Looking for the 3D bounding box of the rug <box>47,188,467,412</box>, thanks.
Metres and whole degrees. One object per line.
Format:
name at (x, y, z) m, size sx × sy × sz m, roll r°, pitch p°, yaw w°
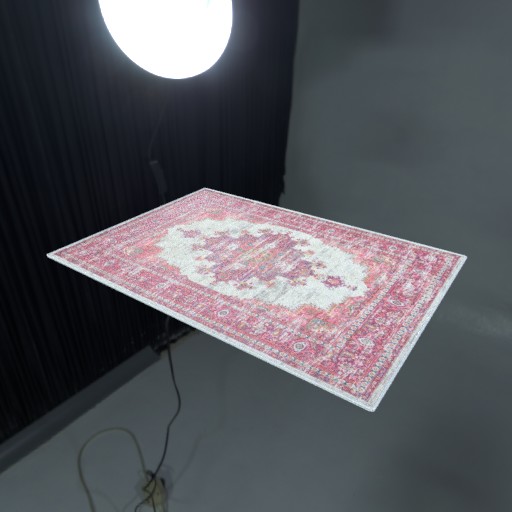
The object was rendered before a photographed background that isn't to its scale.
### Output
rug at (0.000, 0.000, 2.238) m, size 1.747 × 0.011 × 1.217 m, roll 19°, pitch 34°, yaw 31°
